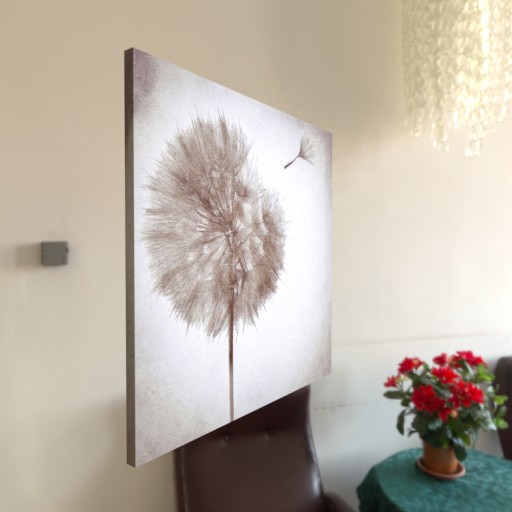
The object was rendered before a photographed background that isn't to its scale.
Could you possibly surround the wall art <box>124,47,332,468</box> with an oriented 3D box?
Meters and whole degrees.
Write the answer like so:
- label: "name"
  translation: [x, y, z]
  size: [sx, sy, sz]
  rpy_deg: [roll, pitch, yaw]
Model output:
- label: "wall art"
  translation: [0.000, 0.000, 1.112]
  size: [0.027, 0.762, 0.762]
  rpy_deg: [1, 1, 37]
